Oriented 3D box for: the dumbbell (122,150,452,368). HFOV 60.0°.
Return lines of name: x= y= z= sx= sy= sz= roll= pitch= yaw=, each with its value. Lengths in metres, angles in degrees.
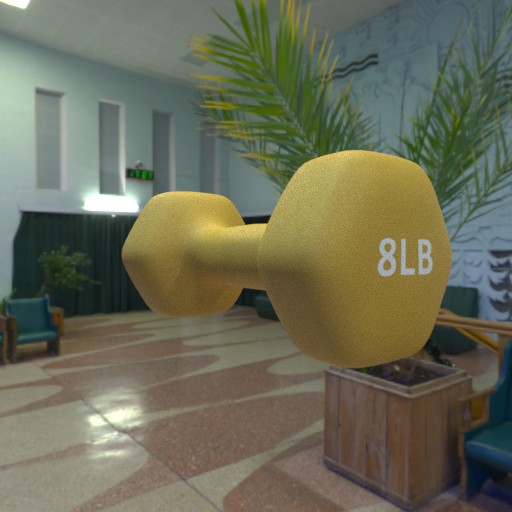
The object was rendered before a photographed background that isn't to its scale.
dumbbell: x=0.000 y=0.000 z=0.238 sx=0.090 sy=0.082 sz=0.190 roll=-1 pitch=1 yaw=-36
